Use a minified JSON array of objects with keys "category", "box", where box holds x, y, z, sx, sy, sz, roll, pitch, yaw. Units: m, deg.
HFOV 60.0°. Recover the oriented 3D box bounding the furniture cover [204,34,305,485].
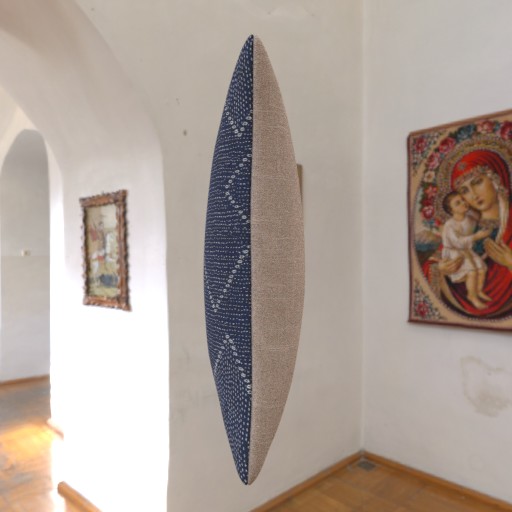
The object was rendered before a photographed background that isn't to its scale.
[{"category":"furniture cover","box":[0.000,0.000,0.740,0.162,0.503,0.511,0,1,1]}]
